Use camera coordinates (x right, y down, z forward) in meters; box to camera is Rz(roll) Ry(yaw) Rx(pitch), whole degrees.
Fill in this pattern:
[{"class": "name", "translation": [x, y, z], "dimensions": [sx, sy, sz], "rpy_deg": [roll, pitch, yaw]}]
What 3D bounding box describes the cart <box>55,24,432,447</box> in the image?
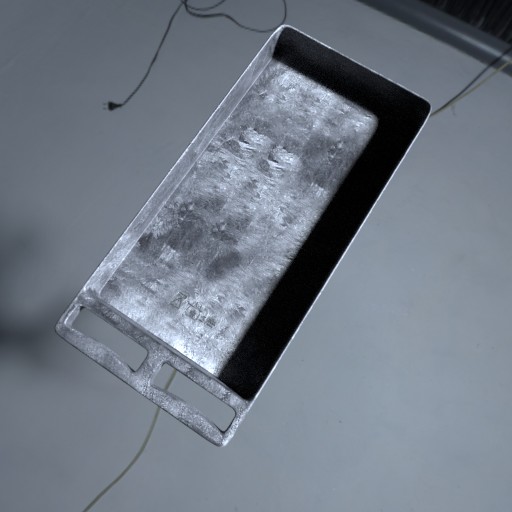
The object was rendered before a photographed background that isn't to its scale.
[{"class": "cart", "translation": [0.000, 0.000, 1.348], "dimensions": [0.420, 0.824, 0.877], "rpy_deg": [32, 78, 7]}]
